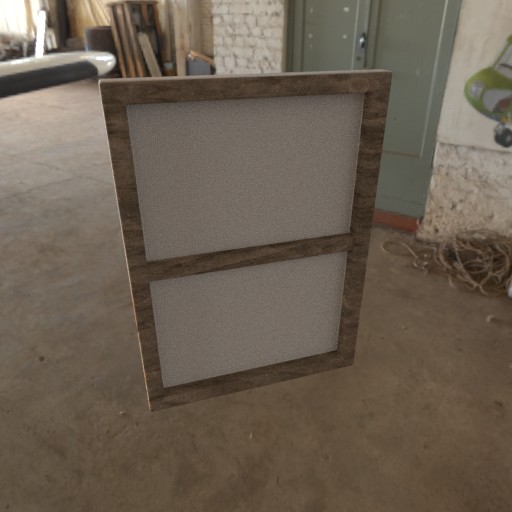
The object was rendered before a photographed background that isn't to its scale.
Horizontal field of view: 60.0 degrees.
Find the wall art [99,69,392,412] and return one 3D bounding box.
[{"bbox_3d":[0.000,0.000,0.795,0.443,0.605,0.035,-9,29,-15],"label":"wall art"}]
